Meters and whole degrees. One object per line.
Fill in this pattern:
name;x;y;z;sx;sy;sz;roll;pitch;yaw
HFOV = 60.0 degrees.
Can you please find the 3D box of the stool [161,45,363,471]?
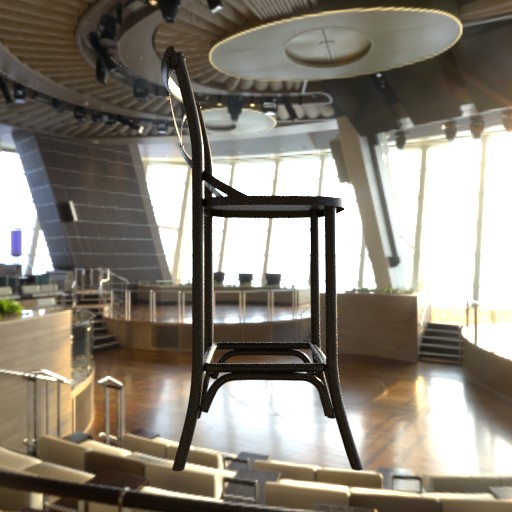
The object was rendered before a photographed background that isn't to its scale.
stool;0.000;0.000;1.408;0.584;1.168;0.457;0;0;-1
